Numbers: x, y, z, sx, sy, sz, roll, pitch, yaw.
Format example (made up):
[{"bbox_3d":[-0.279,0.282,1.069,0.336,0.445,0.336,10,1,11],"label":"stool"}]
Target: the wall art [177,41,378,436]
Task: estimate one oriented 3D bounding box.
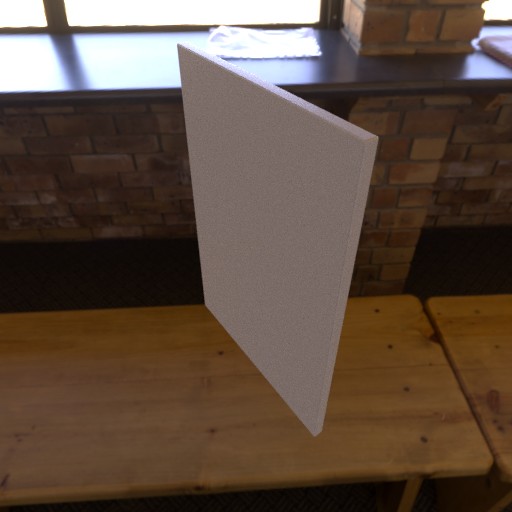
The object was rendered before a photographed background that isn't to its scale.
[{"bbox_3d":[0.000,0.000,1.513,0.038,1.183,0.808,-24,46,-26],"label":"wall art"}]
